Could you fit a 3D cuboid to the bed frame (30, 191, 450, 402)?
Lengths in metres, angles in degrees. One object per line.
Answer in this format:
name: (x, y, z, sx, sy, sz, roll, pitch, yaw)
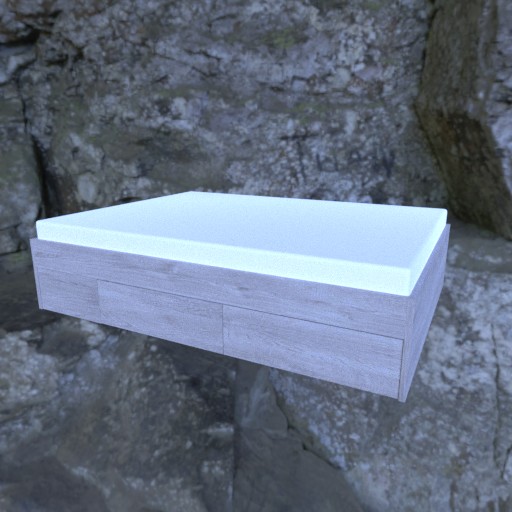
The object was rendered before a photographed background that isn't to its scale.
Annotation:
bed frame: (0.000, 0.000, 2.573, 1.944, 0.490, 1.448, 8, 17, 26)
